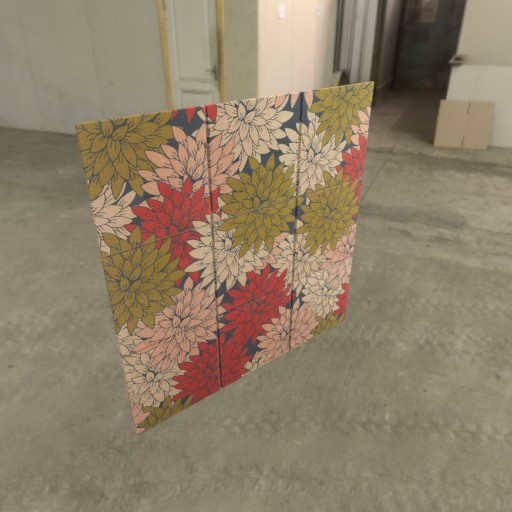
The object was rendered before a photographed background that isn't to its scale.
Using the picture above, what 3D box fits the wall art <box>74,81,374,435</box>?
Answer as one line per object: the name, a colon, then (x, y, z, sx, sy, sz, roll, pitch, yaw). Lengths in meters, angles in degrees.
wall art: (0.000, 0.000, 1.343, 0.904, 0.913, 0.013, -21, 36, -32)
